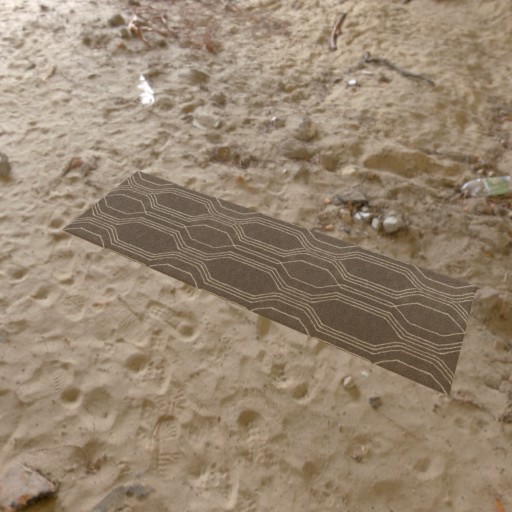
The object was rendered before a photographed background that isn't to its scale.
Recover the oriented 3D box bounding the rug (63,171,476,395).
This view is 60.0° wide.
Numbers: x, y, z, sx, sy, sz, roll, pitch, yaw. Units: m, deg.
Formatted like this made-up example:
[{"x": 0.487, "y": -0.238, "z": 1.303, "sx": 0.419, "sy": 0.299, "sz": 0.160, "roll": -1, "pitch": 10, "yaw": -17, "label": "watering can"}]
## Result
[{"x": 0.000, "y": 0.000, "z": 2.722, "sx": 2.464, "sy": 0.012, "sz": 0.773, "roll": 21, "pitch": 48, "yaw": 20, "label": "rug"}]
